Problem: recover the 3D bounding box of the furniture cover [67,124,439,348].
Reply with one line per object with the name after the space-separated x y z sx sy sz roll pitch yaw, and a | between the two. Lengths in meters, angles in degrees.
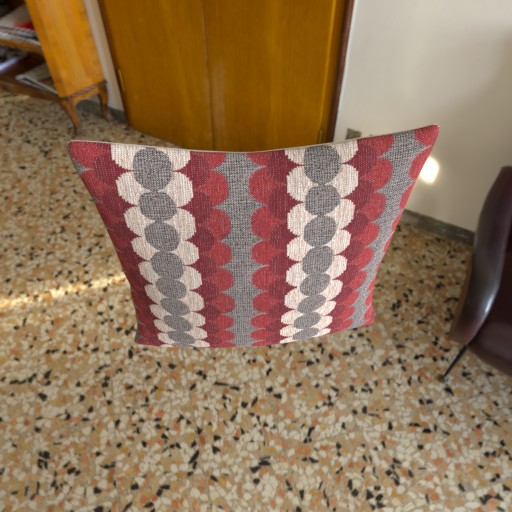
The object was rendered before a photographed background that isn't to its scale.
0.000 0.000 0.653 0.435 0.420 0.145 -4 48 -4 | furniture cover
